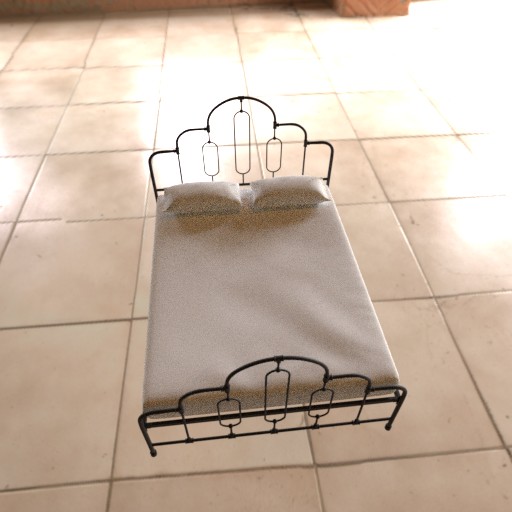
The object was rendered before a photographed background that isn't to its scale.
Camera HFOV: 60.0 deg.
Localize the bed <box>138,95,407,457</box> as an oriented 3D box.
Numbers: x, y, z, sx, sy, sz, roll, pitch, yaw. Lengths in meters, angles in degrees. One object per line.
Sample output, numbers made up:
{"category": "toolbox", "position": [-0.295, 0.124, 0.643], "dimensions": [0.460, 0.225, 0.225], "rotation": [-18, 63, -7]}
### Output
{"category": "bed", "position": [0.000, 0.000, 3.236], "dimensions": [1.640, 1.429, 2.163], "rotation": [-5, 46, -4]}
